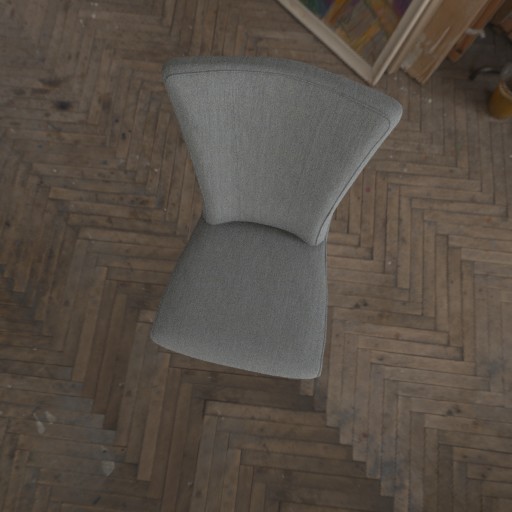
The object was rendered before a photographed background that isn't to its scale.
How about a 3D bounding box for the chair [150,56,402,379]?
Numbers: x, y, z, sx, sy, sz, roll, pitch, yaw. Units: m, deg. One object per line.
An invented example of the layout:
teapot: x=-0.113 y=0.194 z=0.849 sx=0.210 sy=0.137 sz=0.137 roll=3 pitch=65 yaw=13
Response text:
chair: x=0.000 y=0.000 z=1.331 sx=0.520 sy=0.991 sz=0.660 roll=12 pitch=75 yaw=3
